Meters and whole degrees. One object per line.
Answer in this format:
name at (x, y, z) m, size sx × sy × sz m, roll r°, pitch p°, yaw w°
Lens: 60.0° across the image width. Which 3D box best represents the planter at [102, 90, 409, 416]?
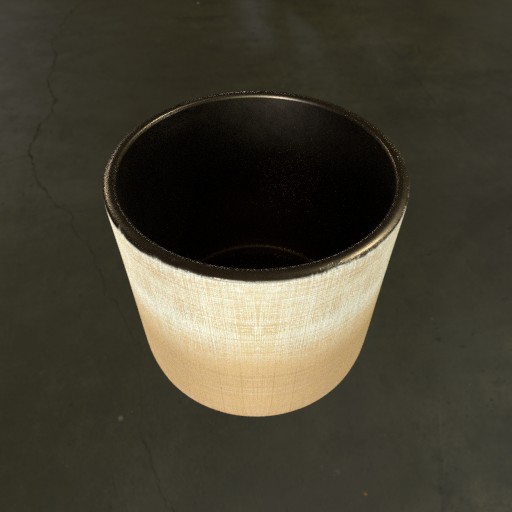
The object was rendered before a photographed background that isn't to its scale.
planter at (0.000, 0.000, 0.393) m, size 0.221 × 0.201 × 0.221 m, roll 0°, pitch 48°, yaw 0°
